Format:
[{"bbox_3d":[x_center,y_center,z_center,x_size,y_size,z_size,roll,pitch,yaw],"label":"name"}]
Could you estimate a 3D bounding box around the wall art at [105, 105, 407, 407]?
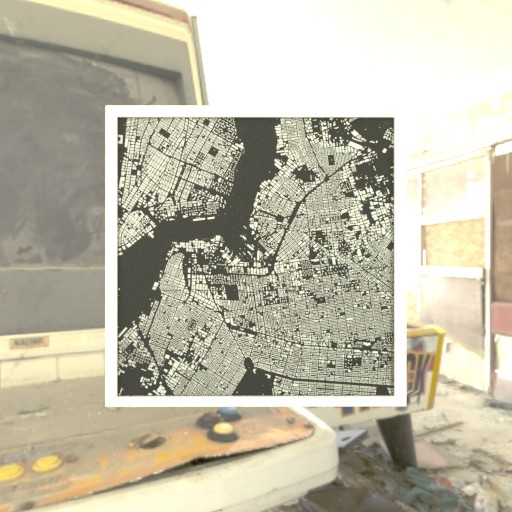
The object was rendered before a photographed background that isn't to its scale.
[{"bbox_3d":[0.000,0.000,0.467,0.305,0.305,0.037,0,0,0],"label":"wall art"}]
